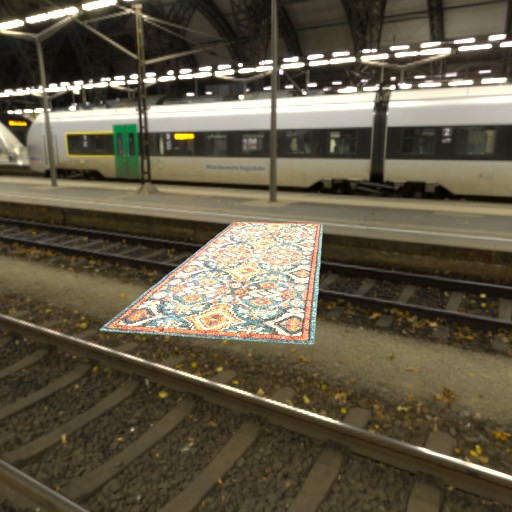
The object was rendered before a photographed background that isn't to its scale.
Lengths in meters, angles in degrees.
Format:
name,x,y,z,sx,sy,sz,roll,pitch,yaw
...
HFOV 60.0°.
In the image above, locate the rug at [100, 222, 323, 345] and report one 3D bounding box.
name,x,y,z,sx,sy,sz,roll,pitch,yaw
rug,0.000,0.000,2.764,0.801,0.010,2.459,2,14,9
